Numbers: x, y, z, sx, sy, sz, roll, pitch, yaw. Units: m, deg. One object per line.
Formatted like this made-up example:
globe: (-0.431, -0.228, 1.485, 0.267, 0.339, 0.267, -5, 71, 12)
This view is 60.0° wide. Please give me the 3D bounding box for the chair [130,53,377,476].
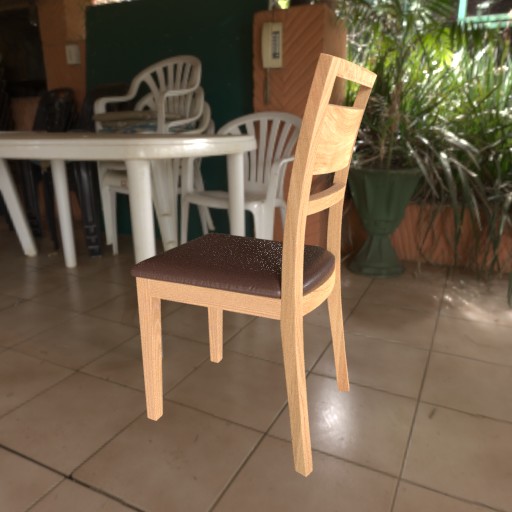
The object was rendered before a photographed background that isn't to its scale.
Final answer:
chair: (0.000, 0.000, 1.208, 0.545, 0.940, 0.420, 8, 18, 24)
